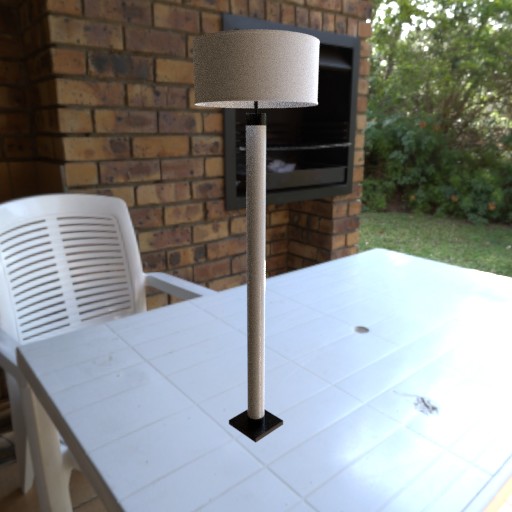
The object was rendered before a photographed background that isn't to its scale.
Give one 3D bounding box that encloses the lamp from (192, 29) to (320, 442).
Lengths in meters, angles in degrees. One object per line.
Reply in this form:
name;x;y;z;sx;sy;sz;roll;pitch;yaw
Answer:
lamp;0.000;0.000;1.660;0.420;1.475;0.420;-15;22;-42
